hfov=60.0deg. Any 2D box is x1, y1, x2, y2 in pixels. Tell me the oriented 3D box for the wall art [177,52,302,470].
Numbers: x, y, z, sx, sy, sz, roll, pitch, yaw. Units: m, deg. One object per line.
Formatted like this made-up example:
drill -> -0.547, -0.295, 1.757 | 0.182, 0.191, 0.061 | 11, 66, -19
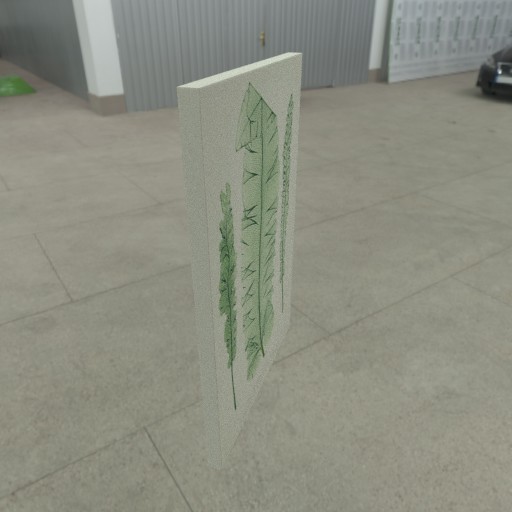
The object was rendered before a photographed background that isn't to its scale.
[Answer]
wall art -> 0.000, 0.000, 1.151 | 0.038, 0.914, 0.610 | 10, 31, 17
